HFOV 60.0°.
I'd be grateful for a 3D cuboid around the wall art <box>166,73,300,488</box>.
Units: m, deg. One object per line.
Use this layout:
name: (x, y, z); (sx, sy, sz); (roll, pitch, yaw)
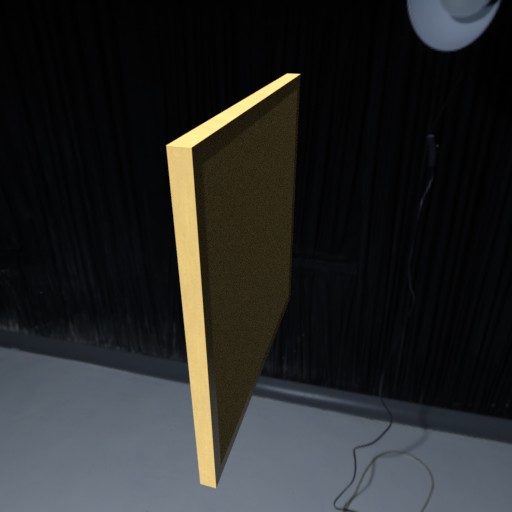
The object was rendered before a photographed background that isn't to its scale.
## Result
wall art: (0.000, 0.000, 2.835); (0.097, 1.936, 1.935); (8, 31, 14)
